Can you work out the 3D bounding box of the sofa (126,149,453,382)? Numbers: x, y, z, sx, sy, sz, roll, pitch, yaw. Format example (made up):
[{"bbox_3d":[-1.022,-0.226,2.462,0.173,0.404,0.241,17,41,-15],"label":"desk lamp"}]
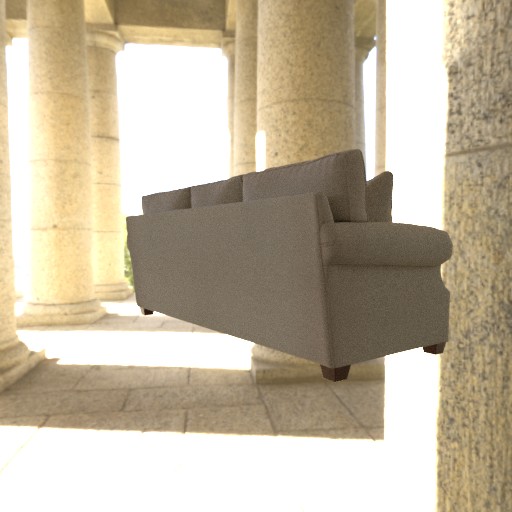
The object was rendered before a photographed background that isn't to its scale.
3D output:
[{"bbox_3d":[0.000,0.000,2.879,0.965,0.975,2.312,-1,2,-36],"label":"sofa"}]
